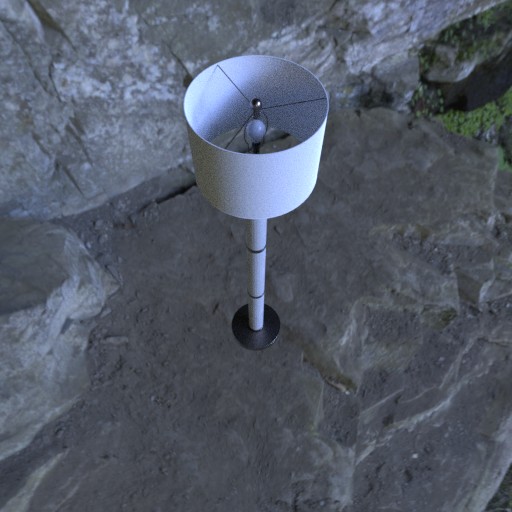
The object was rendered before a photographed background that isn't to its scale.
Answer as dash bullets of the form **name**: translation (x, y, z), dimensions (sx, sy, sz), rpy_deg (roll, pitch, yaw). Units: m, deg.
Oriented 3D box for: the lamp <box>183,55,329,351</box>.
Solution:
- **lamp**: translation (0.000, 0.000, 1.829), dimensions (0.377, 1.599, 0.377), rpy_deg (-31, 64, -17)
